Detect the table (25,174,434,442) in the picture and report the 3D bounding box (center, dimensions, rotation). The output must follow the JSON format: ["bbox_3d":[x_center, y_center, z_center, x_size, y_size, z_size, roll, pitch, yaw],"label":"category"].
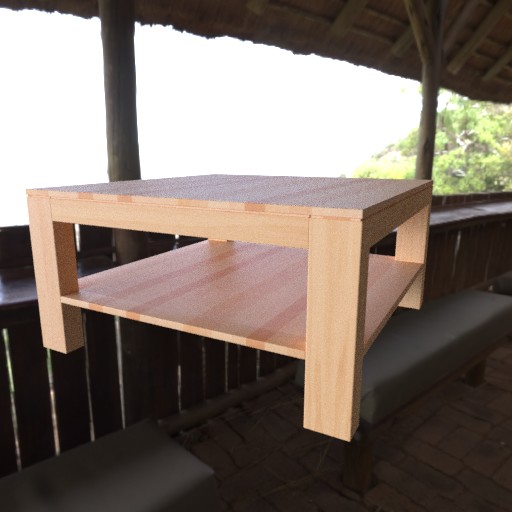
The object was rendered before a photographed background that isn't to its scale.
[{"bbox_3d":[0.000,0.000,1.397,0.900,0.450,0.900,7,15,28],"label":"table"}]
